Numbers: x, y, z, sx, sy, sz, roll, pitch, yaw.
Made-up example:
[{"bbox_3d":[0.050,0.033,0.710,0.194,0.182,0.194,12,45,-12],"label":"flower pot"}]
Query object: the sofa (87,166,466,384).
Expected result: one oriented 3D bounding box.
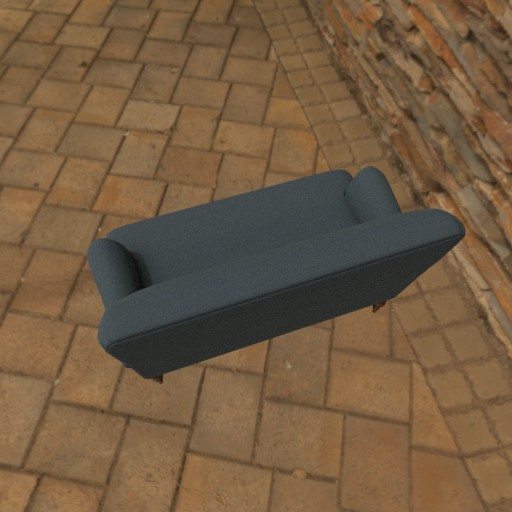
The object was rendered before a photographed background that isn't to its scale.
[{"bbox_3d":[0.000,0.000,1.858,1.297,0.889,0.779,-16,59,-10],"label":"sofa"}]
